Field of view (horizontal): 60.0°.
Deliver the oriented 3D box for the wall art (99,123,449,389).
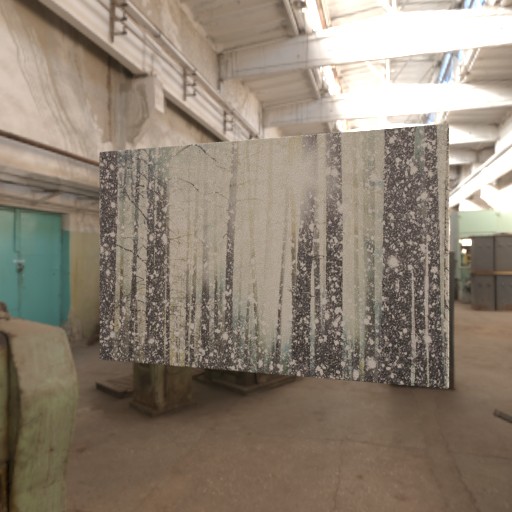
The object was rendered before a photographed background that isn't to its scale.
[{"bbox_3d":[0.000,0.000,0.774,0.618,0.398,0.042,0,0,18],"label":"wall art"}]
